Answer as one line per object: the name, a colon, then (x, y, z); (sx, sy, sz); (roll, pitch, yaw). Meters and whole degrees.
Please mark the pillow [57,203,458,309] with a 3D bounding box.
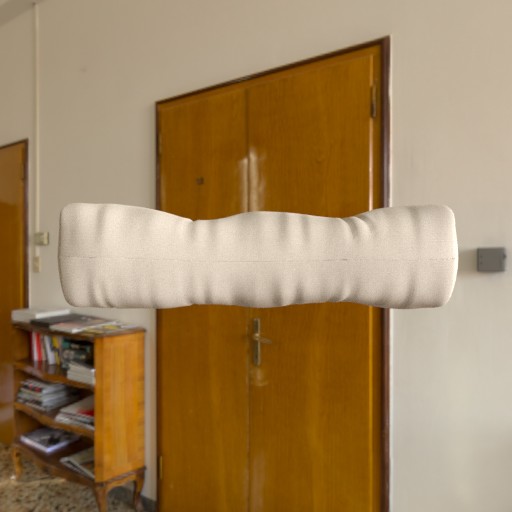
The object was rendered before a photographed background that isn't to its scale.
pillow: (0.000, 0.000, 0.727); (0.468, 0.128, 0.490); (0, 0, 0)
